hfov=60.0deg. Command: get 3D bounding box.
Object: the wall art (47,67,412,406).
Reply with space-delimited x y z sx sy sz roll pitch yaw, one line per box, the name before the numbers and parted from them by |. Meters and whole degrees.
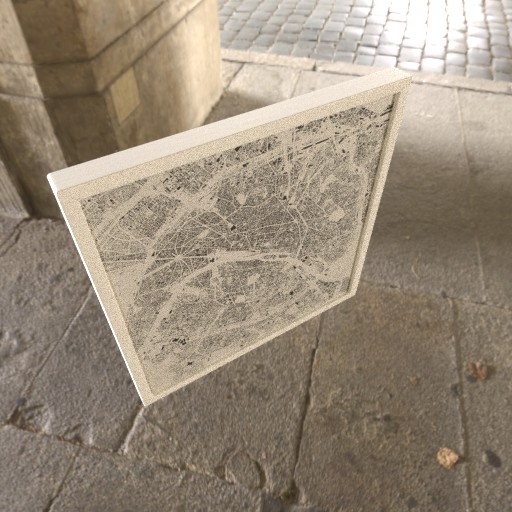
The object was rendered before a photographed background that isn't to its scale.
wall art | 0.000 0.000 0.743 0.508 0.508 0.038 -24 51 -21
